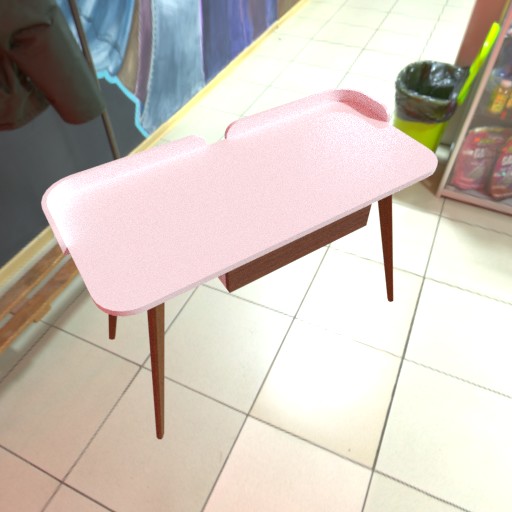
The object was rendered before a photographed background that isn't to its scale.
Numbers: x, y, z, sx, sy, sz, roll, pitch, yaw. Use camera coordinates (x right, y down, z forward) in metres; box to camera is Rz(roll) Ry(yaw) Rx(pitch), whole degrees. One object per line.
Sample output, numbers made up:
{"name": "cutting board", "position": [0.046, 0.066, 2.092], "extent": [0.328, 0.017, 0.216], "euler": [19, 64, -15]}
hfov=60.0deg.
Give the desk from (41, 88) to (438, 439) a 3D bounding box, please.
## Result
{"name": "desk", "position": [0.000, 0.000, 1.656], "extent": [1.206, 0.807, 0.534], "euler": [-25, 52, -21]}
